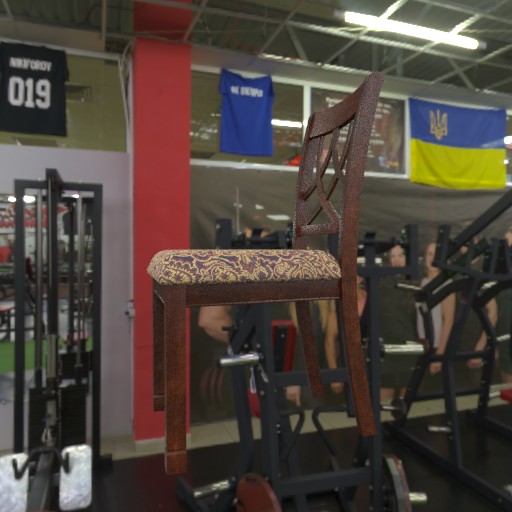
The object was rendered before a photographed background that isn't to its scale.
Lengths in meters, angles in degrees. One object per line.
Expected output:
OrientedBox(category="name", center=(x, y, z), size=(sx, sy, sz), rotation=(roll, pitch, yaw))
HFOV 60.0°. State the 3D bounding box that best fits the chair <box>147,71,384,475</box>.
OrientedBox(category="chair", center=(0.000, 0.000, 1.269), size=(0.584, 0.965, 0.457), rotation=(0, 1, -17))
